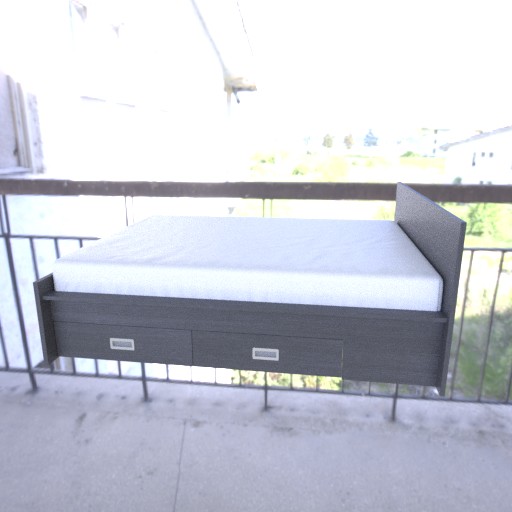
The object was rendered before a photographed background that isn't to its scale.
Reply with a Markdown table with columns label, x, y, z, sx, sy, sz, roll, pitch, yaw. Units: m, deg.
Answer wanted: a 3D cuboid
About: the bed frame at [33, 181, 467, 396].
| label | x | y | z | sx | sy | sz | roll | pitch | yaw |
| --- | --- | --- | --- | --- | --- | --- | --- | --- | --- |
| bed frame | 0.000 | 0.000 | 2.807 | 1.960 | 0.800 | 1.622 | 2 | 16 | 8 |
